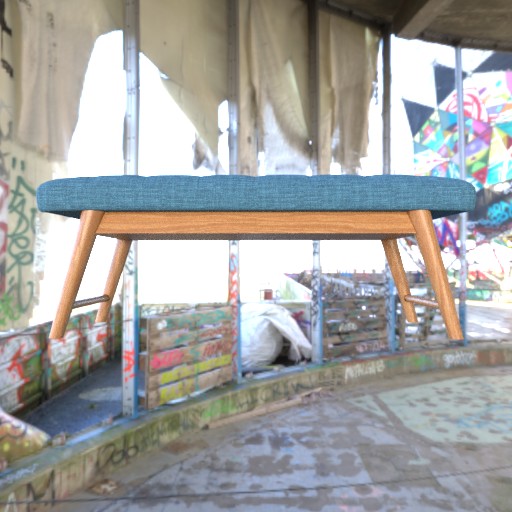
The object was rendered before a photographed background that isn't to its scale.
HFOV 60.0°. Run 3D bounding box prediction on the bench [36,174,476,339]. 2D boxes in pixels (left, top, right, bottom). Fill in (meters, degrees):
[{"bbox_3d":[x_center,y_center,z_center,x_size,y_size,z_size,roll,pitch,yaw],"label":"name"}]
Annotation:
[{"bbox_3d":[0.000,0.000,1.315,1.118,0.432,0.406,0,-1,0],"label":"bench"}]
